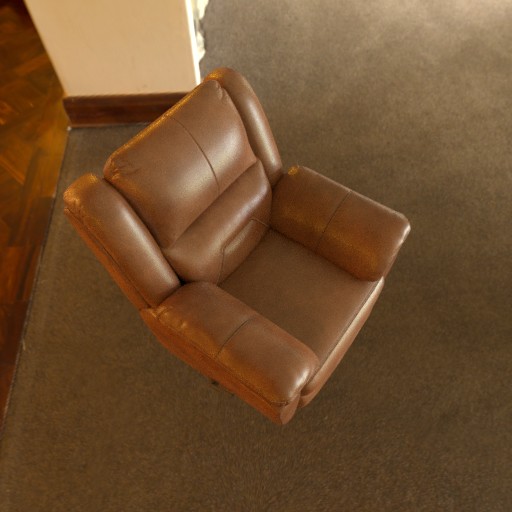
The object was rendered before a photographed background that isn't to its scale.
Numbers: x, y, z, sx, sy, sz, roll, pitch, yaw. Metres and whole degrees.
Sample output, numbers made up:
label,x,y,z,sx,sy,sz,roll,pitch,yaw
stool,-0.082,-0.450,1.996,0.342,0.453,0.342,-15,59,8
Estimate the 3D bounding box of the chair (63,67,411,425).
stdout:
label,x,y,z,sx,sy,sz,roll,pitch,yaw
chair,0.000,0.000,1.912,1.041,1.093,0.990,33,64,18
